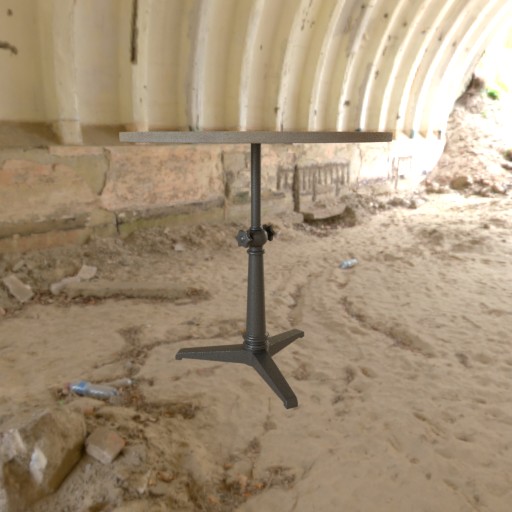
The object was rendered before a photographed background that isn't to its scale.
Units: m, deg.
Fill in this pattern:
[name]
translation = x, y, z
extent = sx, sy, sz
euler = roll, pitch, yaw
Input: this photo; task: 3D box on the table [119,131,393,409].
[table]
translation = 0.000, 0.000, 1.453
extent = 0.800, 0.780, 0.800
euler = 0, 15, 0
